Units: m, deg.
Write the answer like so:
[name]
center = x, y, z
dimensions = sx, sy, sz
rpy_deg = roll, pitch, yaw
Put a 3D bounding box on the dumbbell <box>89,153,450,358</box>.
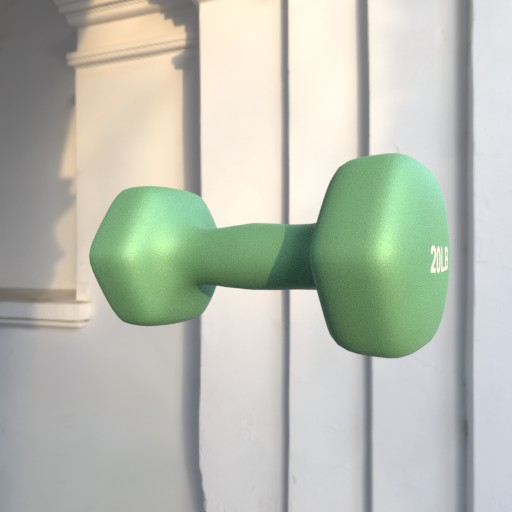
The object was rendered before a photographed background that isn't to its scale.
[dumbbell]
center = 0.000, 0.000, 0.328
dimensions = 0.260, 0.117, 0.129
rpy_deg = 0, 0, 35
